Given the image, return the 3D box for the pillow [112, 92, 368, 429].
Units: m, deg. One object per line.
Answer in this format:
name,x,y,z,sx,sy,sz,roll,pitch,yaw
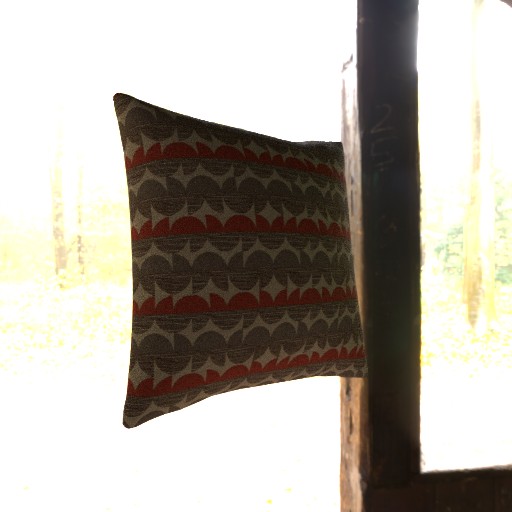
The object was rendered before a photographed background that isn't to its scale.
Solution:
pillow,0.000,0.000,0.651,0.420,0.410,0.180,0,0,-37
